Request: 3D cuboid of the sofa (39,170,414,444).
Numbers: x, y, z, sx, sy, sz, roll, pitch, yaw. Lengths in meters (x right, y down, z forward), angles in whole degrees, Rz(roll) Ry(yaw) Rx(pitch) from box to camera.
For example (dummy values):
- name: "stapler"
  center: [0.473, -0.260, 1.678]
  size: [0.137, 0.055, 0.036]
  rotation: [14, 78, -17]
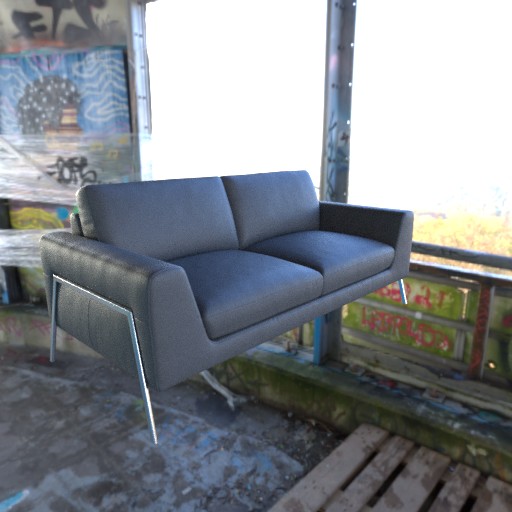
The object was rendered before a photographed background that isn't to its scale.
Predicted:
- name: "sofa"
  center: [0.000, 0.000, 2.508]
  size: [0.953, 0.875, 2.017]
  rotation: [13, 19, 42]
